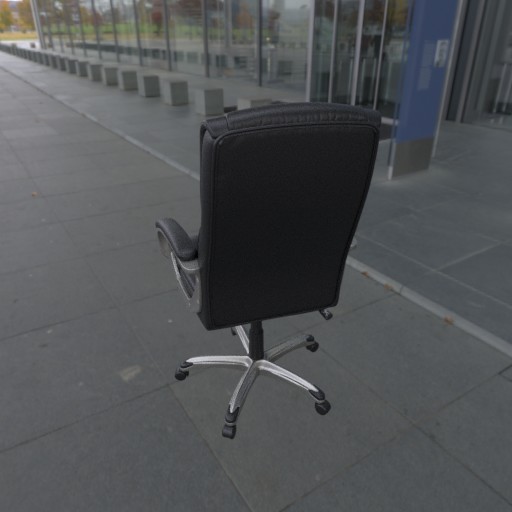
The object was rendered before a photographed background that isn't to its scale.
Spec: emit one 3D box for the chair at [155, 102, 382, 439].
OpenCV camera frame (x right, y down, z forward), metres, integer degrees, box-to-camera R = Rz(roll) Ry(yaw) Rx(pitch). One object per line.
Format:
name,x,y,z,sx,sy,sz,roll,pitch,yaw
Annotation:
chair,0.000,0.000,1.620,0.663,1.155,0.739,-8,28,-16
